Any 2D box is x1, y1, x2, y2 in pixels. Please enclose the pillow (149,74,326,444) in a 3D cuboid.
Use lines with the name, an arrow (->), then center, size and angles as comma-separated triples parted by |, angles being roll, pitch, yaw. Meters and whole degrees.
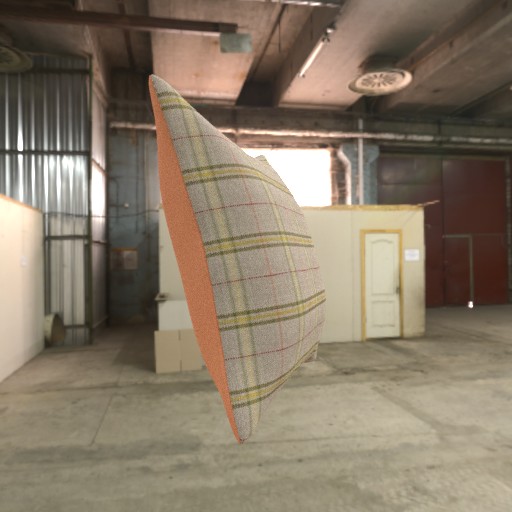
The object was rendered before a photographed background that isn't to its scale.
pillow -> 0.000, 0.000, 0.715 | 0.200, 0.430, 0.453 | 0, 0, 18
